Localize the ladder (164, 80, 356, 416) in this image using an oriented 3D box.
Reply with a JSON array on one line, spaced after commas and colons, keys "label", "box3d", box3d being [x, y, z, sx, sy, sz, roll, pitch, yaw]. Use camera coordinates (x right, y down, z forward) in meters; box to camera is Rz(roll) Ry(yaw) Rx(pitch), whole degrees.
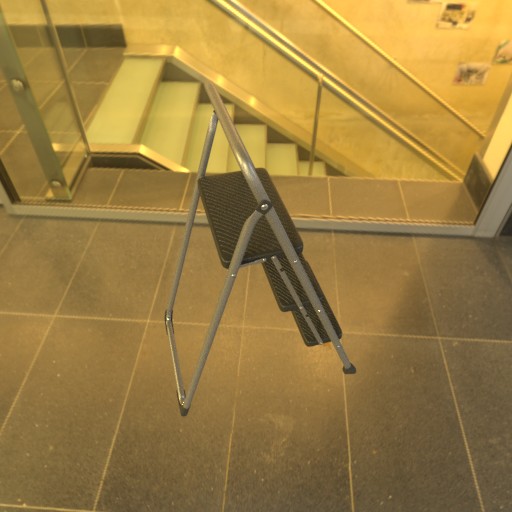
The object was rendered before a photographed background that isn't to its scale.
[{"label": "ladder", "box3d": [0.000, 0.000, 1.314, 0.629, 0.945, 0.430, -11, 47, -11]}]
